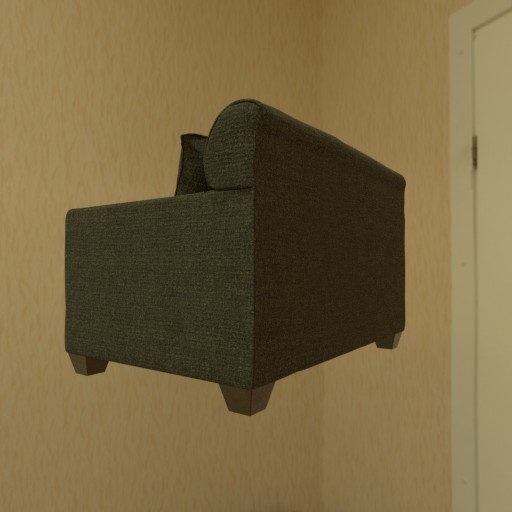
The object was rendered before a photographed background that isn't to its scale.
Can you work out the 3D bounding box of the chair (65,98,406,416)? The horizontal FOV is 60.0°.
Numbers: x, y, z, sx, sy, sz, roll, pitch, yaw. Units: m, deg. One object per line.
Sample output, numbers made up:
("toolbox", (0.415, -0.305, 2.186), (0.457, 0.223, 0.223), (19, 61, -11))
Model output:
("chair", (0.000, 0.000, 2.063), (1.000, 0.948, 1.383), (-1, -1, 36))
